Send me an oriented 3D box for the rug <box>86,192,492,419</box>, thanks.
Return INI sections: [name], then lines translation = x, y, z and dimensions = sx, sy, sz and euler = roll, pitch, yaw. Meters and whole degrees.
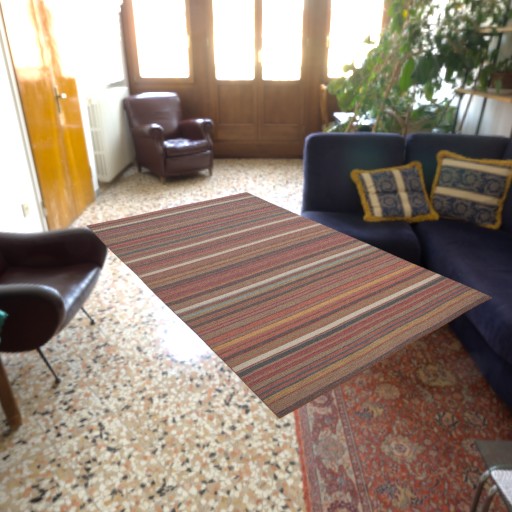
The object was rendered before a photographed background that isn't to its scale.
[rug]
translation = 0.000, 0.000, 2.972
dimensions = 1.523, 0.008, 2.438
euler = -17, 30, -32
